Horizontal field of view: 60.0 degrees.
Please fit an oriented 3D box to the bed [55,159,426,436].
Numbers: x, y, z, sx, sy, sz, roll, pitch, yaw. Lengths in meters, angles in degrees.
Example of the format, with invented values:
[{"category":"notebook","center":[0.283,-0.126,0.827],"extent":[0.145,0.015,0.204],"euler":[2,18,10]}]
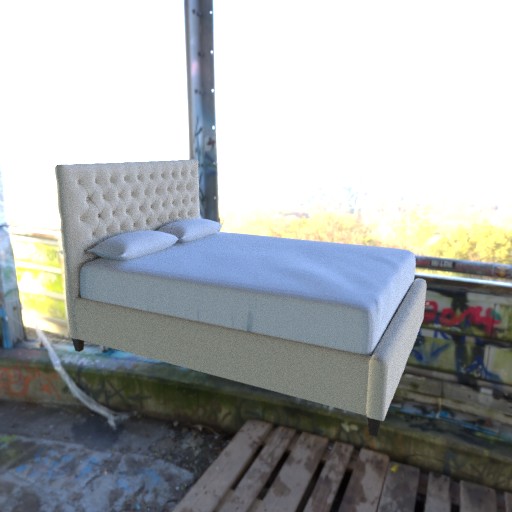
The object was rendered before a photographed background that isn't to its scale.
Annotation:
[{"category":"bed","center":[0.000,0.000,3.473],"extent":[2.387,1.427,1.698],"euler":[7,15,26]}]
